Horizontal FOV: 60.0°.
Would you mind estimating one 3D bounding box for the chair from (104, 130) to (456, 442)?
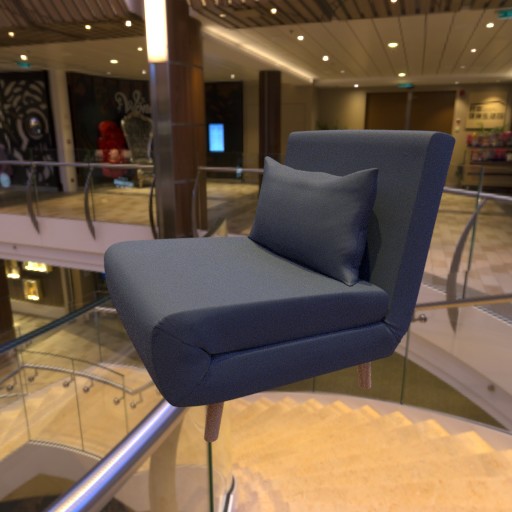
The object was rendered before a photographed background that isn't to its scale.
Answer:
[{"bbox_3d":[0.000,0.000,1.472,0.900,0.808,0.770,-8,17,-26],"label":"chair"}]
